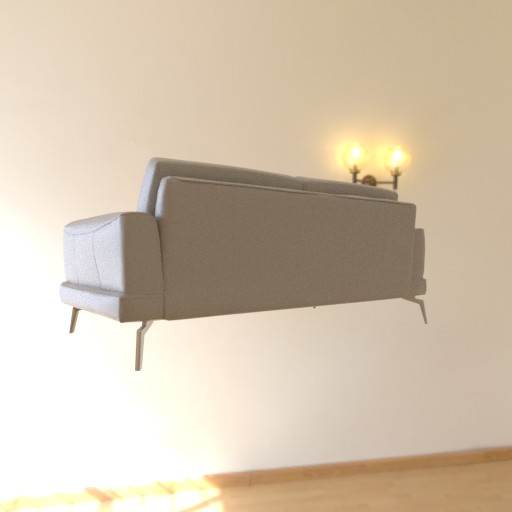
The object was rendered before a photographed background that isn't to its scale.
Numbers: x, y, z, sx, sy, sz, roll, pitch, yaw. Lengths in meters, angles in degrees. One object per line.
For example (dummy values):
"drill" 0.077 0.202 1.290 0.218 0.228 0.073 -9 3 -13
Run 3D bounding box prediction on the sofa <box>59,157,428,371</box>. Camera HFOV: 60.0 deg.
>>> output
"sofa" 0.000 0.000 2.820 2.177 0.930 1.121 0 0 -36
